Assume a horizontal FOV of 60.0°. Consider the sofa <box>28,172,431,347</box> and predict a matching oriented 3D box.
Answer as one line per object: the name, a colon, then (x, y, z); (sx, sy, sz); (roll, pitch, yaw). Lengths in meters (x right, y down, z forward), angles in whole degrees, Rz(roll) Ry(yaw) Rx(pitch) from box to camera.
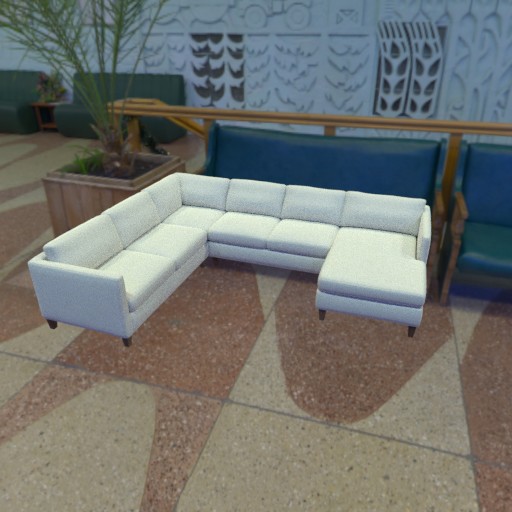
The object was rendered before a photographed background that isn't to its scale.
sofa: (0.000, 0.000, 4.415); (3.238, 0.853, 2.551); (9, 28, 17)
